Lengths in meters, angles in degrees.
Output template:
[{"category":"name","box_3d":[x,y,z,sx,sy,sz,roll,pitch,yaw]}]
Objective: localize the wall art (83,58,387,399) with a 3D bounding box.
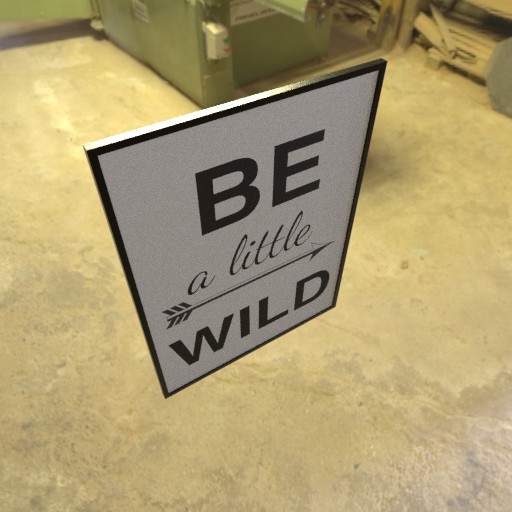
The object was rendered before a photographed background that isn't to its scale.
[{"category":"wall art","box_3d":[0.000,0.000,0.775,0.442,0.582,0.013,-24,51,-22]}]
